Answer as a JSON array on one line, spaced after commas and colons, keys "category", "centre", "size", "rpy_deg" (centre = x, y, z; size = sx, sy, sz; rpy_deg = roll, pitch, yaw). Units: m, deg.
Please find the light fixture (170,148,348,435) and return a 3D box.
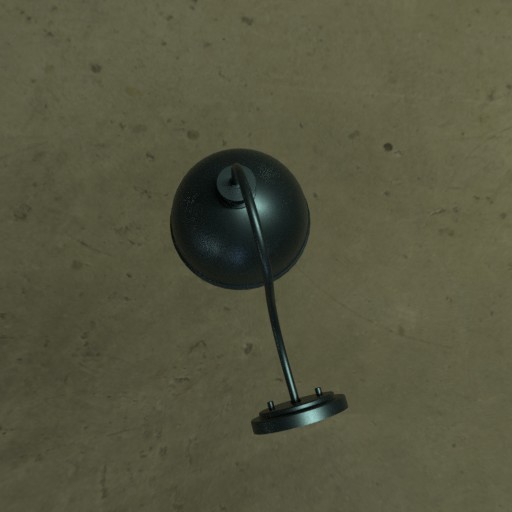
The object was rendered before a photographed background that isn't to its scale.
[{"category": "light fixture", "centre": [0.000, 0.000, 0.638], "size": [0.253, 0.295, 0.467], "rpy_deg": [-15, 76, -4]}]
